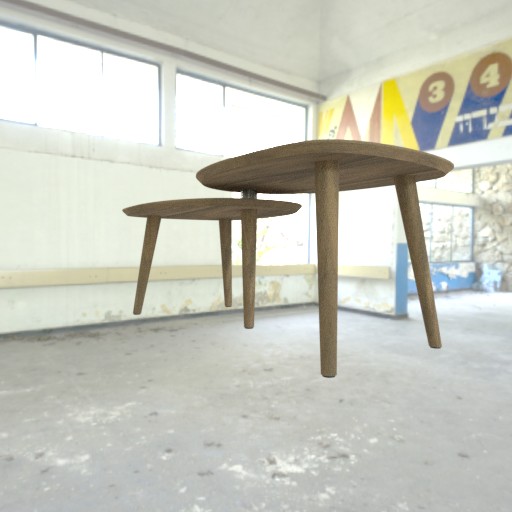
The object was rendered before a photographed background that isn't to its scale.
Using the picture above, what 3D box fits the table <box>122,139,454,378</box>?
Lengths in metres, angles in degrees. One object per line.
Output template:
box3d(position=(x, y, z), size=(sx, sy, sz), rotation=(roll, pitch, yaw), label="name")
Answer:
box3d(position=(0.000, 0.000, 1.310), size=(0.527, 0.429, 1.084), rotation=(-1, 1, -36), label="table")
